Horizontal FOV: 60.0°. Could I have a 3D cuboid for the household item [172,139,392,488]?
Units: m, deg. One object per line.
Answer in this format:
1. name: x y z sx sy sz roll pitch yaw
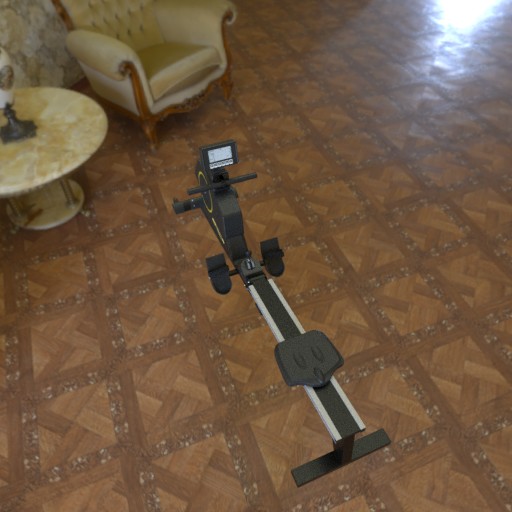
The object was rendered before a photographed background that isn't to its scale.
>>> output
1. household item: 0.000 0.000 2.591 0.521 0.810 2.251 -17 50 -15
